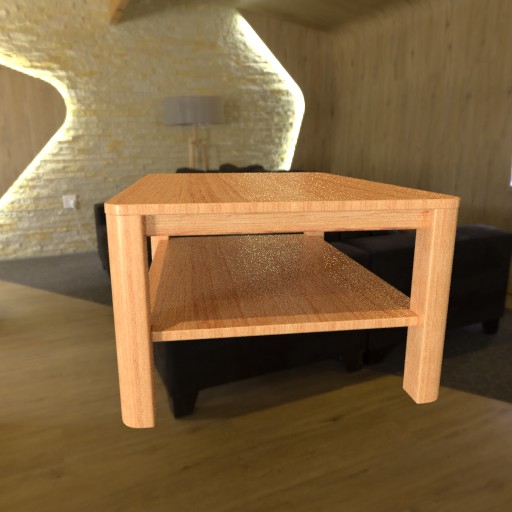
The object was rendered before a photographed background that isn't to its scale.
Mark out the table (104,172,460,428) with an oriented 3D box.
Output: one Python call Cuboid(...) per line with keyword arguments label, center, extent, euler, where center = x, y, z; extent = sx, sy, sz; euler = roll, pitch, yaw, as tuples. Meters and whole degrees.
Cuboid(label="table", center=(0.000, 0.000, 1.349), extent=(0.696, 0.445, 0.997), euler=(-2, 14, -8))
